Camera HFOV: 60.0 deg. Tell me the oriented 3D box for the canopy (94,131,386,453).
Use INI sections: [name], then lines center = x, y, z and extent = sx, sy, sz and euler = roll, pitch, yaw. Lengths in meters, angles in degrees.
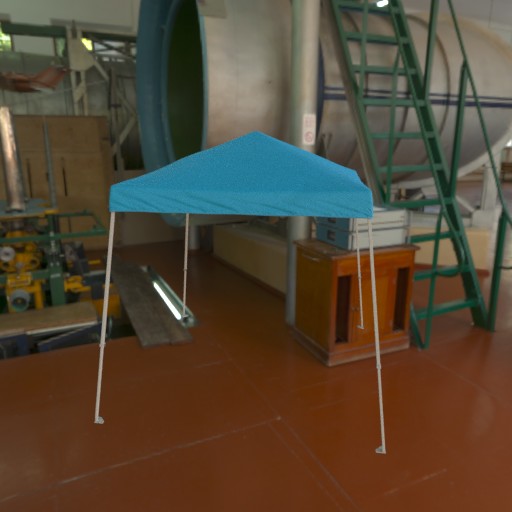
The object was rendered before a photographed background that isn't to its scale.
[canopy]
center = 0.000, 0.000, 5.242
extent = 2.849, 2.849, 2.848
euler = 2, 15, 9
